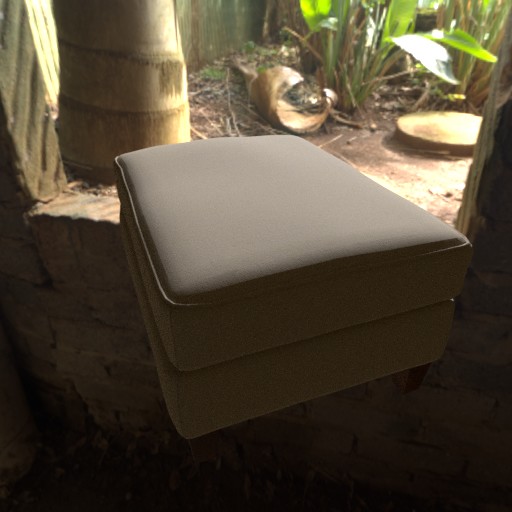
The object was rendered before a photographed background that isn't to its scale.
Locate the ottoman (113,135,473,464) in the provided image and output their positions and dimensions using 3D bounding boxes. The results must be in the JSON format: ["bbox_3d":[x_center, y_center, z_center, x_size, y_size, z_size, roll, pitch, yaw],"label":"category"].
[{"bbox_3d":[0.000,0.000,1.177,0.634,0.485,0.818,-11,33,-18],"label":"ottoman"}]
